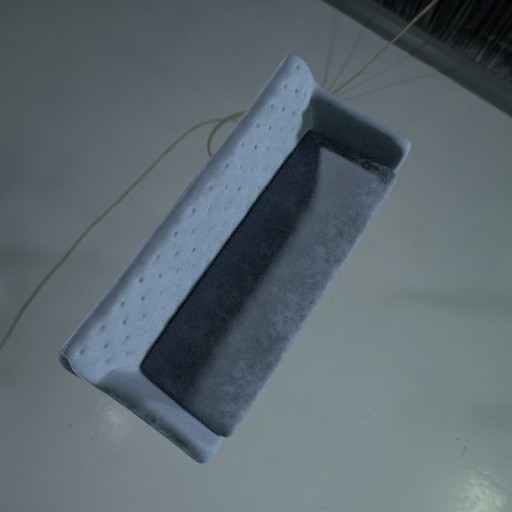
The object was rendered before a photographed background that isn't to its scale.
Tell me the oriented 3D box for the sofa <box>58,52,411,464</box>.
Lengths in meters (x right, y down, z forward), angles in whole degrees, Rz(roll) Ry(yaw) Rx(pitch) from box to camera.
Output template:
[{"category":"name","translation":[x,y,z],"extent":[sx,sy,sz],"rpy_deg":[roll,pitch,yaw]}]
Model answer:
[{"category":"sofa","translation":[0.000,0.000,2.402],"extent":[0.841,0.832,1.975],"rpy_deg":[33,78,8]}]
